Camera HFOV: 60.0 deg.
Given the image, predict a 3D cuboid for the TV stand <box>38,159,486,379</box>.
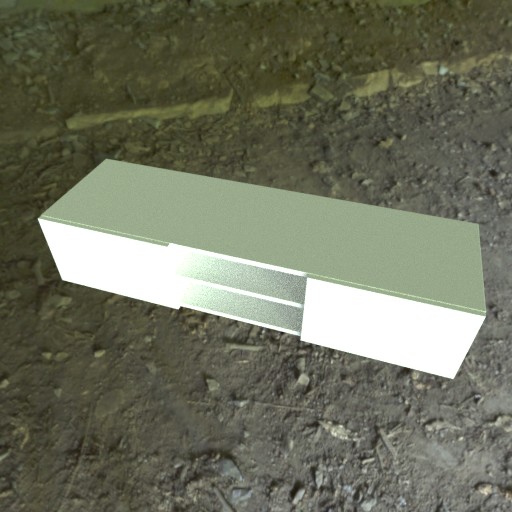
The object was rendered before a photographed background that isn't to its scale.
[{"bbox_3d":[0.000,0.000,1.571,1.400,0.310,0.420,12,43,13],"label":"TV stand"}]
